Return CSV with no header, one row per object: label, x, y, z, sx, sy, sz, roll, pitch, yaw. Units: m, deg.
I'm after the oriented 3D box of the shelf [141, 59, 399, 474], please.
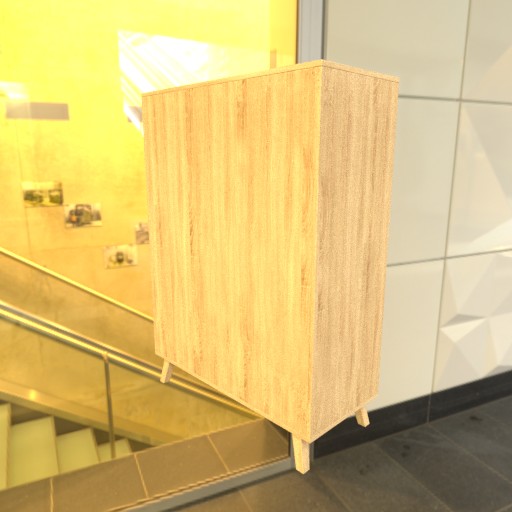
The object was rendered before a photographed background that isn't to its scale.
shelf,0.000,0.000,1.924,0.450,1.390,1.000,-12,18,-43
